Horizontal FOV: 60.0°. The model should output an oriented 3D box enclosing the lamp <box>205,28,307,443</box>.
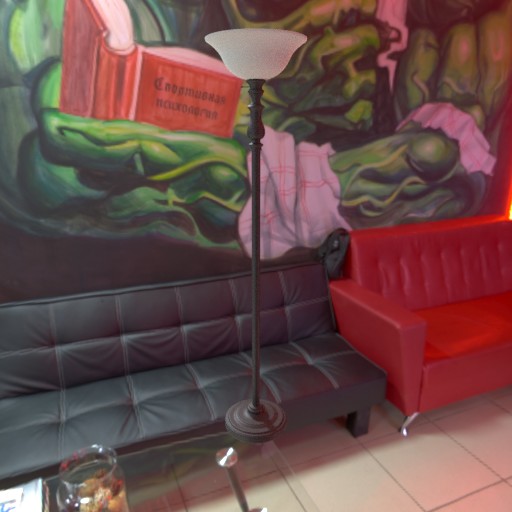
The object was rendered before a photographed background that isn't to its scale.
[{"bbox_3d":[0.000,0.000,2.015,0.405,1.797,0.405,3,17,9],"label":"lamp"}]
